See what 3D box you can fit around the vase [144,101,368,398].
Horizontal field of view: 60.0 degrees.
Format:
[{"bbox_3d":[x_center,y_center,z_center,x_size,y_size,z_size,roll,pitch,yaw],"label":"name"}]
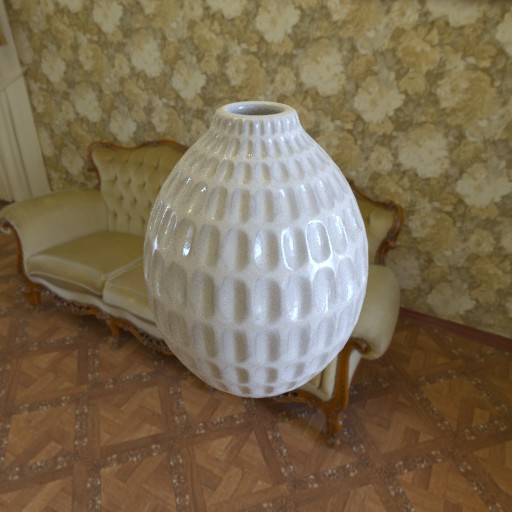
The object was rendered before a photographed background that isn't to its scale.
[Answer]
[{"bbox_3d":[0.000,0.000,0.258,0.128,0.167,0.128,0,30,0],"label":"vase"}]
